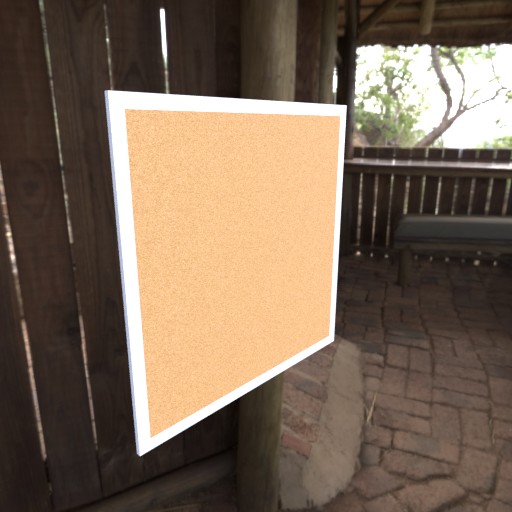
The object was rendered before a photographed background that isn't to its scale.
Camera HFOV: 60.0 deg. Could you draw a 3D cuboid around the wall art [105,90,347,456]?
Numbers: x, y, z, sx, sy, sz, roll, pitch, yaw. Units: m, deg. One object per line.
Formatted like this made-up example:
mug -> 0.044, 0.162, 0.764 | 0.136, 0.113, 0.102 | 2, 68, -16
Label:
wall art -> 0.000, 0.000, 0.840 | 0.009, 0.559, 0.558 | 15, 22, 41
